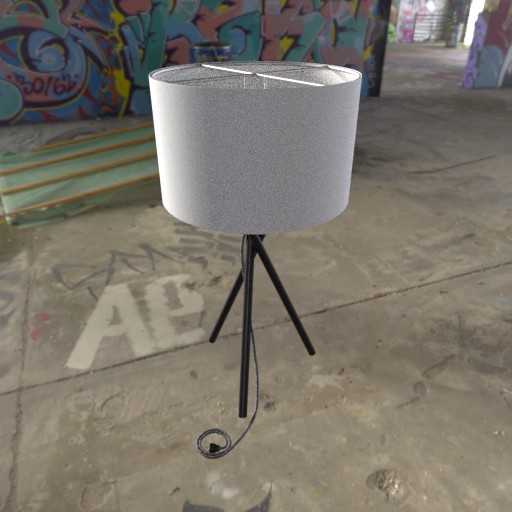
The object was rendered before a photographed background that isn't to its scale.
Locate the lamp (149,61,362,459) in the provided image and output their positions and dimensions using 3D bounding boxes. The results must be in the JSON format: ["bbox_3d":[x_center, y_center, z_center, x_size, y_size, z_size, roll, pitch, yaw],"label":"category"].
[{"bbox_3d":[0.000,0.000,0.884,0.353,0.674,0.422,-1,29,-1],"label":"lamp"}]
